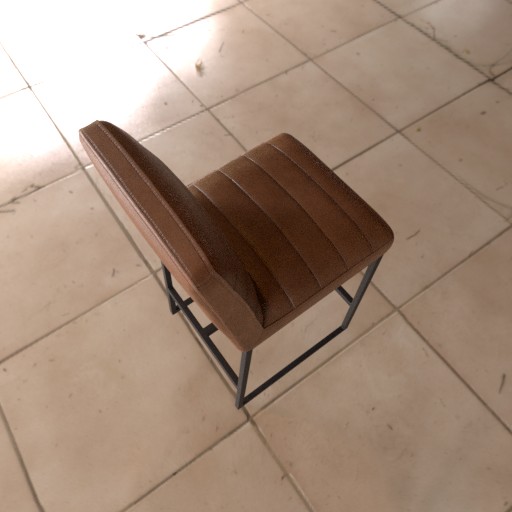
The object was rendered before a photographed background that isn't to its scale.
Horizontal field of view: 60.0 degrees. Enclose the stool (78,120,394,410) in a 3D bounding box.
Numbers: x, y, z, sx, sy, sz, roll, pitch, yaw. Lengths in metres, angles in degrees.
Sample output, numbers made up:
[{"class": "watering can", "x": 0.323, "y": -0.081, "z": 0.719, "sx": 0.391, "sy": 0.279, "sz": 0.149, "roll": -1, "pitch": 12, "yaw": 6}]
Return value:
[{"class": "stool", "x": 0.000, "y": 0.000, "z": 1.224, "sx": 0.556, "sy": 0.940, "sz": 0.458, "roll": -32, "pitch": 65, "yaw": -18}]
